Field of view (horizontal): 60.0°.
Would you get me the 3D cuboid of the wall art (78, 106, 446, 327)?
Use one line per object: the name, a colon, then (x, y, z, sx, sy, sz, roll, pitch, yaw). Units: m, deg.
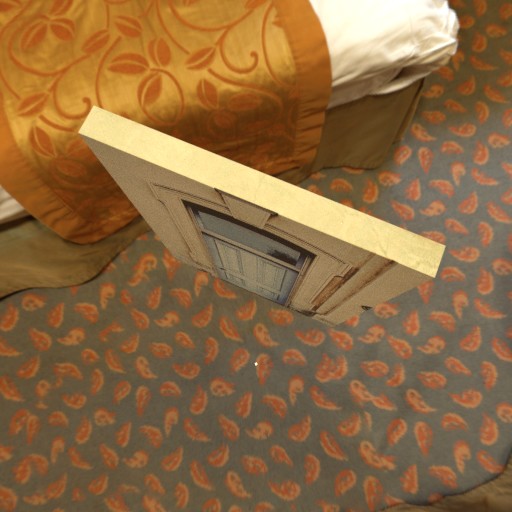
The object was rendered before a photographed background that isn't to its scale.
wall art: (0.000, 0.000, 0.759, 0.403, 0.607, 0.036, 23, 77, 5)
